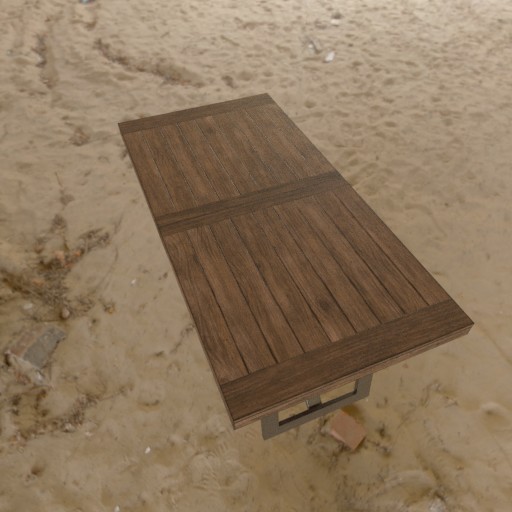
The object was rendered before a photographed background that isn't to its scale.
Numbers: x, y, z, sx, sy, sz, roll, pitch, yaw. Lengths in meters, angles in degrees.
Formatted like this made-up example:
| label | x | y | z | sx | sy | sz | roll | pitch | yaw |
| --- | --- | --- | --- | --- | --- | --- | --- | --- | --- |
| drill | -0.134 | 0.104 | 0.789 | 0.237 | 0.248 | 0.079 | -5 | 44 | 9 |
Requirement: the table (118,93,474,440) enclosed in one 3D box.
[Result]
| label | x | y | z | sx | sy | sz | roll | pitch | yaw |
| --- | --- | --- | --- | --- | --- | --- | --- | --- | --- |
| table | 0.000 | 0.000 | 2.342 | 0.931 | 0.757 | 1.867 | -17 | 49 | -15 |
